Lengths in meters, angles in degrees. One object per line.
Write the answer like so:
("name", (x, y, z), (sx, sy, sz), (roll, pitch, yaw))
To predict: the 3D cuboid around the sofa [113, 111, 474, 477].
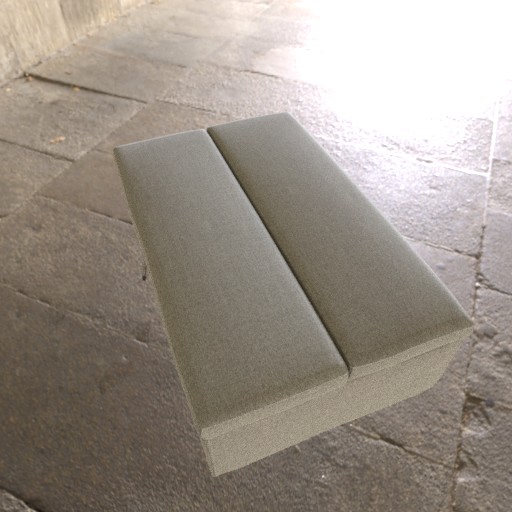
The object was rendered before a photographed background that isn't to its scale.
("sofa", (0.000, 0.000, 1.620), (0.817, 0.434, 1.250), (-16, 49, -15))
